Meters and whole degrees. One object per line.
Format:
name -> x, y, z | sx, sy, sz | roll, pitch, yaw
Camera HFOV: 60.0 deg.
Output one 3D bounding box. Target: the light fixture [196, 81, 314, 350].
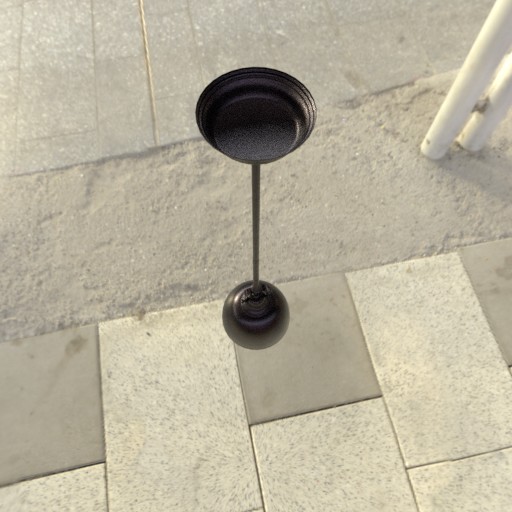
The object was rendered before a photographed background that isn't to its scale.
light fixture -> 0.000, 0.000, 0.845 | 0.182, 0.768, 0.182 | -13, 66, -6
